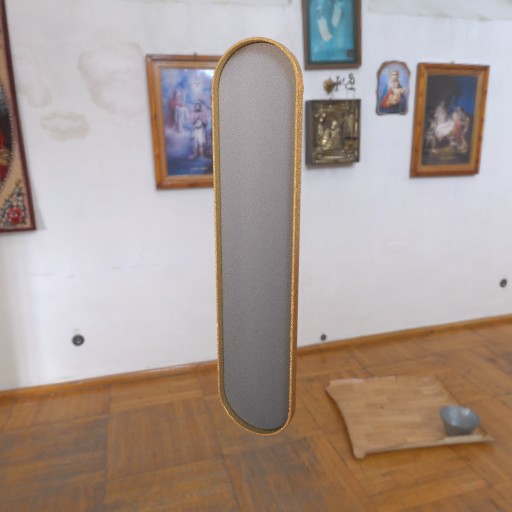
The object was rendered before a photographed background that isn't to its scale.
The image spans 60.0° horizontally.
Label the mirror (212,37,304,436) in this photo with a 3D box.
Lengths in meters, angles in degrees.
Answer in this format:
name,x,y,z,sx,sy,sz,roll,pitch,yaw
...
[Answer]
name,x,y,z,sx,sy,sz,roll,pitch,yaw
mirror,0.000,0.000,1.100,0.222,0.991,0.032,7,16,28
